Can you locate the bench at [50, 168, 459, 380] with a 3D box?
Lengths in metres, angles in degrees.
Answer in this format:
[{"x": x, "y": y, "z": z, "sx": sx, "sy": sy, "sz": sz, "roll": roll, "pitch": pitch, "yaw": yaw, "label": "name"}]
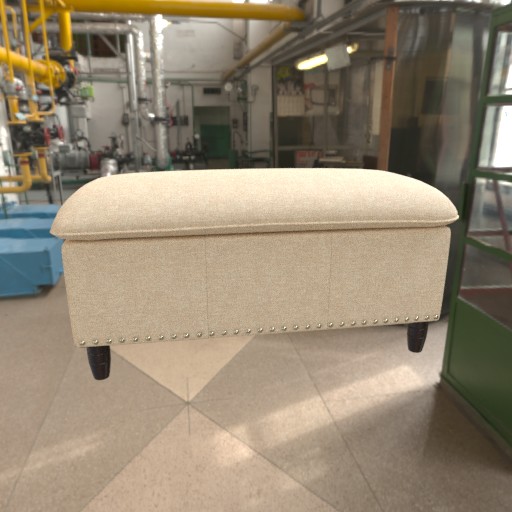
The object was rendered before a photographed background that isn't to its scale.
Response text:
[{"x": 0.000, "y": 0.000, "z": 1.273, "sx": 0.991, "sy": 0.483, "sz": 0.483, "roll": -3, "pitch": 17, "yaw": -9, "label": "bench"}]
